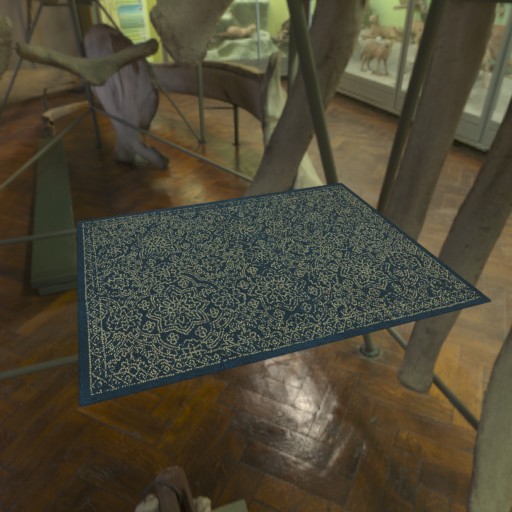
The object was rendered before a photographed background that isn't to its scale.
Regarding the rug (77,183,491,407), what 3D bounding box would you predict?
[{"bbox_3d":[0.000,0.000,3.995,3.048,0.010,2.438,-11,34,-16],"label":"rug"}]
